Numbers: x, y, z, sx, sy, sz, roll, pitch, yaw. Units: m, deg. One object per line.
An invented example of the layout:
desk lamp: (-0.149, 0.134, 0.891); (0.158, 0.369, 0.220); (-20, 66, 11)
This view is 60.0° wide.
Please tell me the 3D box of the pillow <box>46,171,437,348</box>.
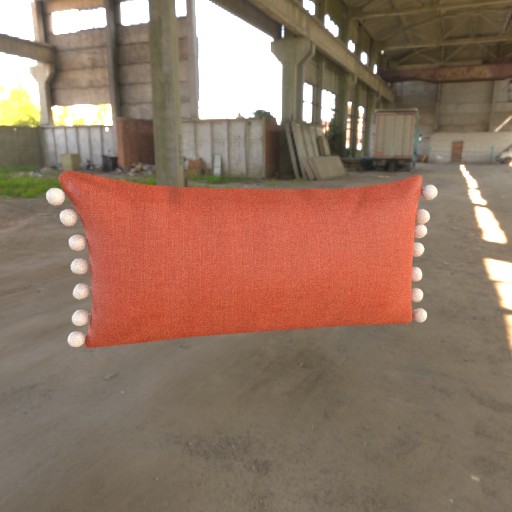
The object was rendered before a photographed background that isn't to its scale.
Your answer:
pillow: (0.000, 0.000, 0.835); (0.709, 0.322, 0.201); (-2, 14, -9)
